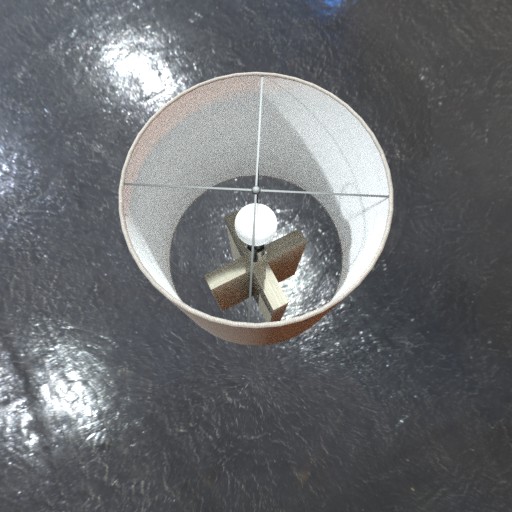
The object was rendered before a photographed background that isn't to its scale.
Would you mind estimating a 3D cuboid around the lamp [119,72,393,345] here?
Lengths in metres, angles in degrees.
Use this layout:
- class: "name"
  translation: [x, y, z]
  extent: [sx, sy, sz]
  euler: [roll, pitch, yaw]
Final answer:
- class: "lamp"
  translation: [0.000, 0.000, 0.574]
  extent: [0.229, 0.428, 0.229]
  euler: [-26, 77, -7]
